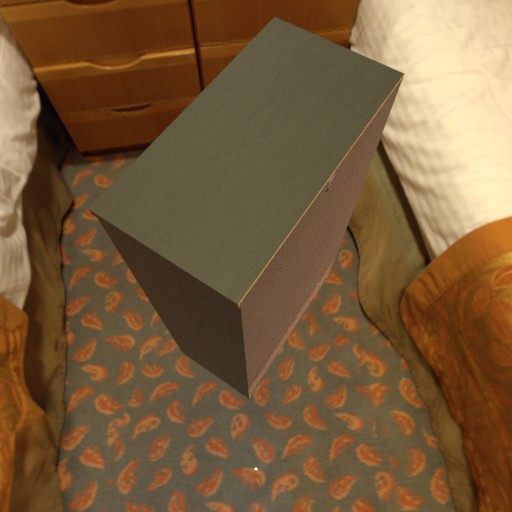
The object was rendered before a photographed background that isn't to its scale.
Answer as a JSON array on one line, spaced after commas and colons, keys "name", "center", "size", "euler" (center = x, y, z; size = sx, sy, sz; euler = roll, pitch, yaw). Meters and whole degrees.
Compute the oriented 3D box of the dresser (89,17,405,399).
[{"name": "dresser", "center": [0.000, 0.000, 1.550], "size": [0.399, 1.255, 0.704], "euler": [31, 68, 14]}]
